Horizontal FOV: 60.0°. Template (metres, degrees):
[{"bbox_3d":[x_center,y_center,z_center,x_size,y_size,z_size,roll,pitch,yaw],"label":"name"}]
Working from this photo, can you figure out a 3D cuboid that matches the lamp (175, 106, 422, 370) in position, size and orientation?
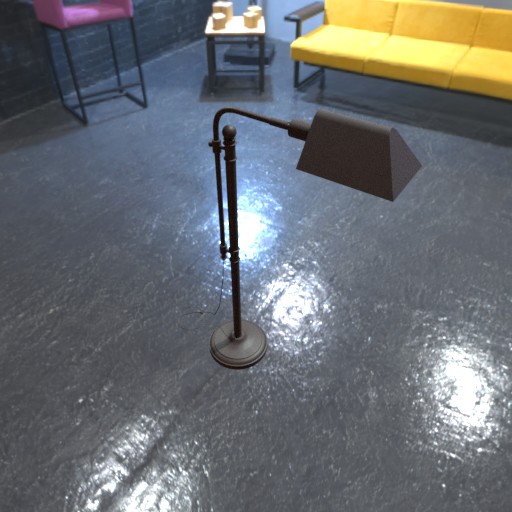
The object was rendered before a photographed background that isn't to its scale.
[{"bbox_3d":[0.000,0.000,0.953,0.545,0.708,0.159,25,47,25],"label":"lamp"}]
